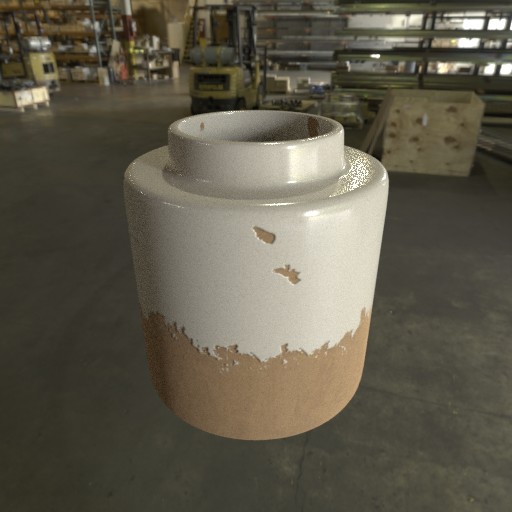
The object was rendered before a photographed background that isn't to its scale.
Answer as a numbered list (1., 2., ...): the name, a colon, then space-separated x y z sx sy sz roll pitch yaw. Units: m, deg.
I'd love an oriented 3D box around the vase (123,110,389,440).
1. vase: 0.000 0.000 0.287 0.153 0.167 0.153 0 27 0
